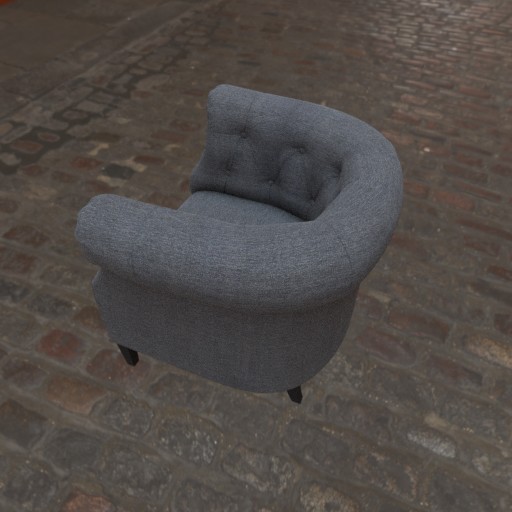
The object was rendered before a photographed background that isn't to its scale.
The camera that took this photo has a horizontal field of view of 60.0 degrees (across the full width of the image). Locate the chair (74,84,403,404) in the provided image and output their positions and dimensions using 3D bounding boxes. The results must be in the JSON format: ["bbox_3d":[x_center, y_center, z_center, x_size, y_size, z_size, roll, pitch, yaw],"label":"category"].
[{"bbox_3d":[0.000,0.000,1.553,0.852,0.827,0.905,17,48,16],"label":"chair"}]
